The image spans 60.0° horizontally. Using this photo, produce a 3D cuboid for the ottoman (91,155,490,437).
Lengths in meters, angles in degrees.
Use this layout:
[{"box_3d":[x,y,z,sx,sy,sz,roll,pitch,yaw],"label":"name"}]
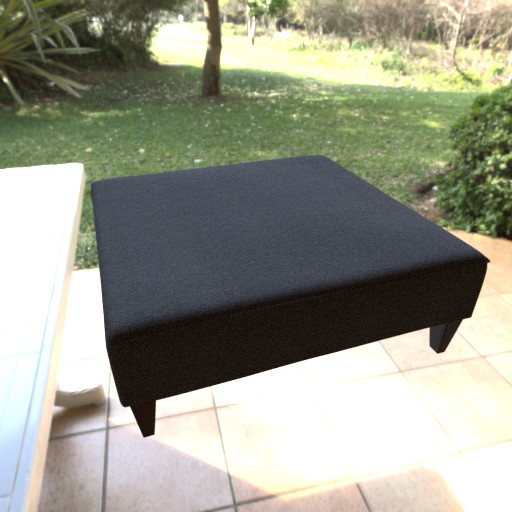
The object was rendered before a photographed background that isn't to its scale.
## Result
[{"box_3d":[0.000,0.000,1.481,0.981,0.378,0.970,-10,31,-17],"label":"ottoman"}]
